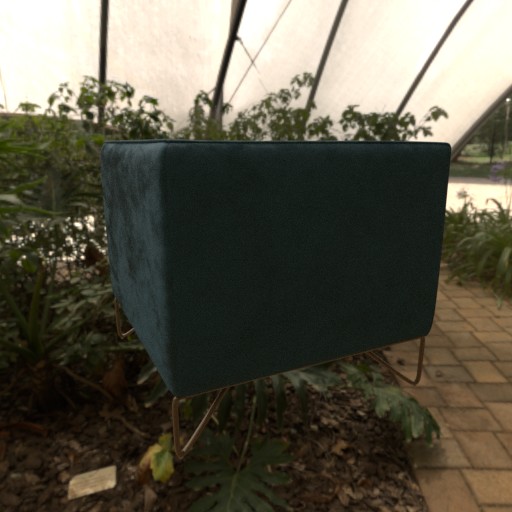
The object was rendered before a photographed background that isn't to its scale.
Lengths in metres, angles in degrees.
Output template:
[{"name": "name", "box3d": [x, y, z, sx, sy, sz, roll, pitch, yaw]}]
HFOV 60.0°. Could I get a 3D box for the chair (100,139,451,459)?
[{"name": "chair", "box3d": [0.000, 0.000, 1.564, 0.894, 0.790, 0.880, -7, 16, -26]}]
